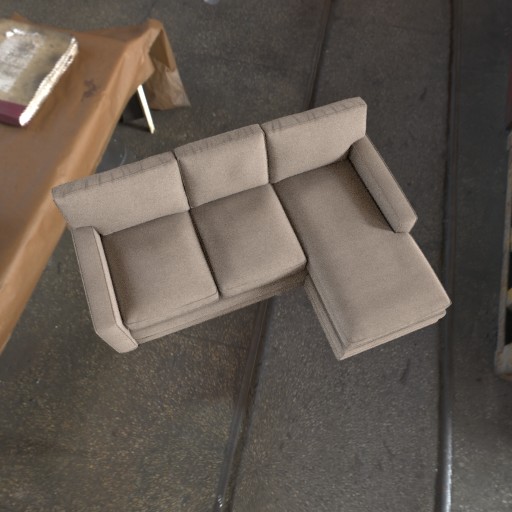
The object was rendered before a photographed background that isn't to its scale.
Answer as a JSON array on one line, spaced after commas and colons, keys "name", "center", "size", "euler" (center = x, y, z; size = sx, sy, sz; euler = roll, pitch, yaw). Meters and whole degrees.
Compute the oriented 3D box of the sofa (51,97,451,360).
[{"name": "sofa", "center": [0.000, 0.000, 2.834], "size": [2.087, 0.861, 1.496], "euler": [-19, 66, -9]}]
